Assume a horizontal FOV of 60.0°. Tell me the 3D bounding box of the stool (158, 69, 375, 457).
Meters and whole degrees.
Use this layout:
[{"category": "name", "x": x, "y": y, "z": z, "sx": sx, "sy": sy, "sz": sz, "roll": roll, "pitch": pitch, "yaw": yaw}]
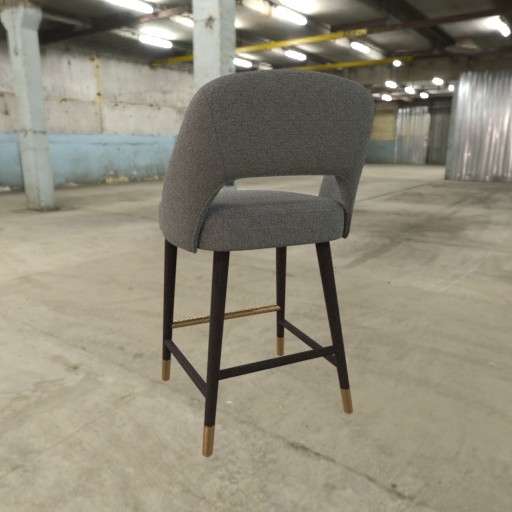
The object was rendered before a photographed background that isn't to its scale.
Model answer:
[{"category": "stool", "x": 0.000, "y": 0.000, "z": 1.270, "sx": 0.536, "sy": 0.925, "sz": 0.524, "roll": -6, "pitch": 15, "yaw": -25}]
